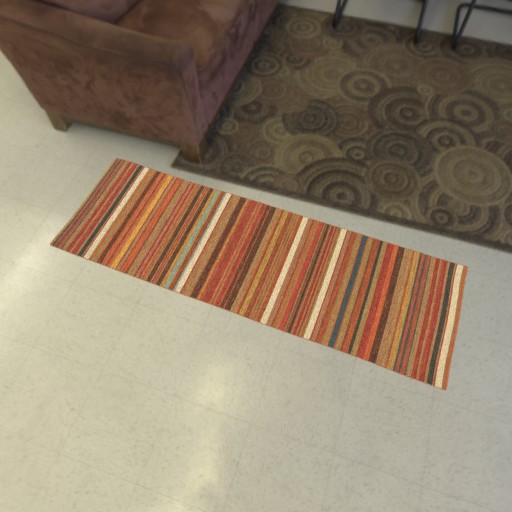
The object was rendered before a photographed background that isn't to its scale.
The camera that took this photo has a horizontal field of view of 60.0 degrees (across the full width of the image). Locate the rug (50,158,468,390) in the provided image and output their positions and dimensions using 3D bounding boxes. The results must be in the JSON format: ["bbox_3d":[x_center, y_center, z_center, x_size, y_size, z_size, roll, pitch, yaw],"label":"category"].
[{"bbox_3d":[0.000,0.000,2.715,2.444,0.030,0.799,19,61,11],"label":"rug"}]
